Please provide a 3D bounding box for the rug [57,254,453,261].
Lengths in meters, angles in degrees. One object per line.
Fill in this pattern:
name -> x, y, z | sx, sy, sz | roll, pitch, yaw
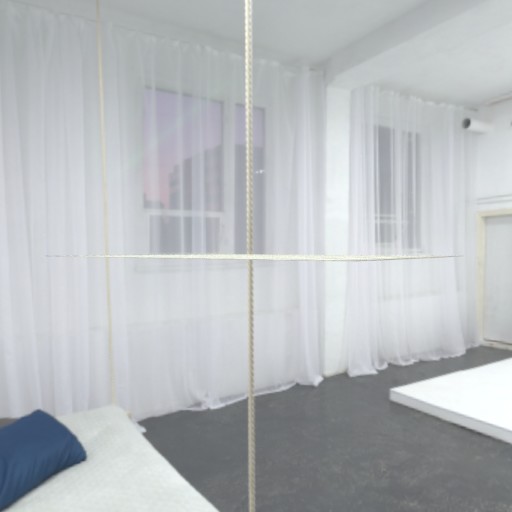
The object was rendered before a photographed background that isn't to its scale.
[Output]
rug -> 0.000, 0.000, 4.206 | 3.201, 0.005, 2.439 | 1, 1, 37
